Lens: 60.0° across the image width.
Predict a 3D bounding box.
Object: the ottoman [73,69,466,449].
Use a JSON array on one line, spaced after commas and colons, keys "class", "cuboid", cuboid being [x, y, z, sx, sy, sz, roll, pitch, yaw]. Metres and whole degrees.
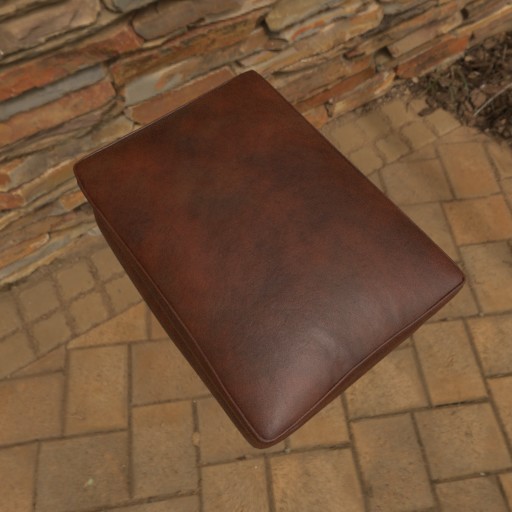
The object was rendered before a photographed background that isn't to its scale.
[{"class": "ottoman", "cuboid": [0.000, 0.000, 0.977, 0.501, 0.432, 0.665, -34, 69, -15]}]
